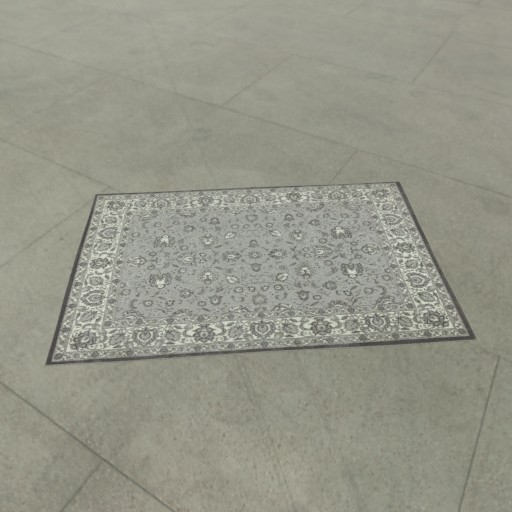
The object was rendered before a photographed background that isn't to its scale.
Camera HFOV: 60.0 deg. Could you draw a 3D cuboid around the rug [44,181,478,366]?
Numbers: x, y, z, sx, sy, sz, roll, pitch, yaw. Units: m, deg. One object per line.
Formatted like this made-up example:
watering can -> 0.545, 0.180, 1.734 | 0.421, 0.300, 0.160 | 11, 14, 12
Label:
rug -> 0.000, 0.000, 3.003 | 2.438, 0.011, 1.524 | -3, 46, -3
